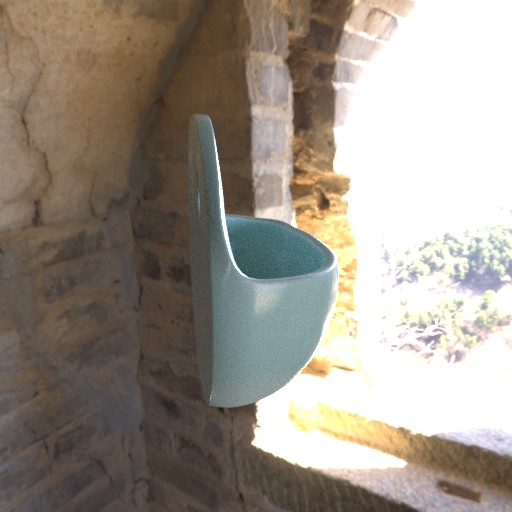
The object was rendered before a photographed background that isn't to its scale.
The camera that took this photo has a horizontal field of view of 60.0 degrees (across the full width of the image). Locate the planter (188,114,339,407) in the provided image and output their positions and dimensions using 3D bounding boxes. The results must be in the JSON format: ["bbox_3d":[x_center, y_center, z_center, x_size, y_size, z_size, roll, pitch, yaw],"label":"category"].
[{"bbox_3d":[0.000,0.000,0.270,0.073,0.164,0.189,-3,14,-11],"label":"planter"}]
